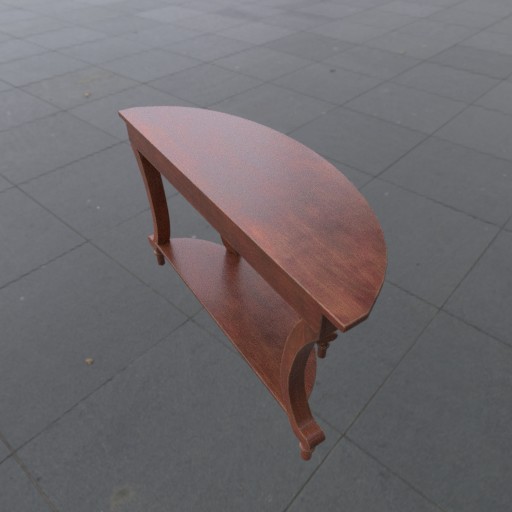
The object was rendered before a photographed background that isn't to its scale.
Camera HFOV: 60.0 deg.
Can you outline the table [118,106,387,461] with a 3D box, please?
[{"bbox_3d":[0.000,0.000,1.519,0.394,0.699,1.198,-23,46,-25],"label":"table"}]
